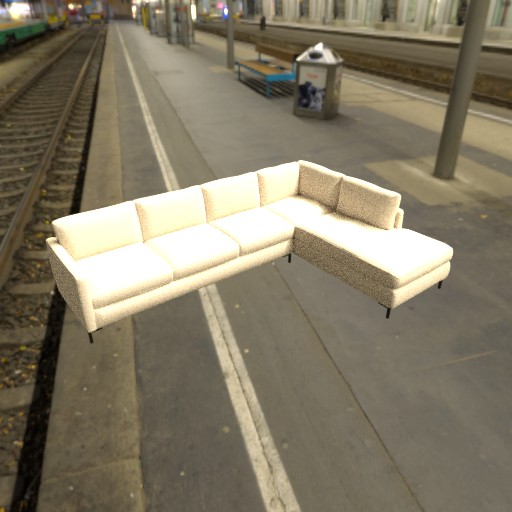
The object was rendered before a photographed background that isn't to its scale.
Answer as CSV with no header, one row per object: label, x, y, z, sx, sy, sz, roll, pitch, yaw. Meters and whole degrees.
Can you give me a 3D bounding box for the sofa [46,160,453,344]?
sofa,0.000,0.000,3.849,2.949,0.815,2.007,-20,35,-32
